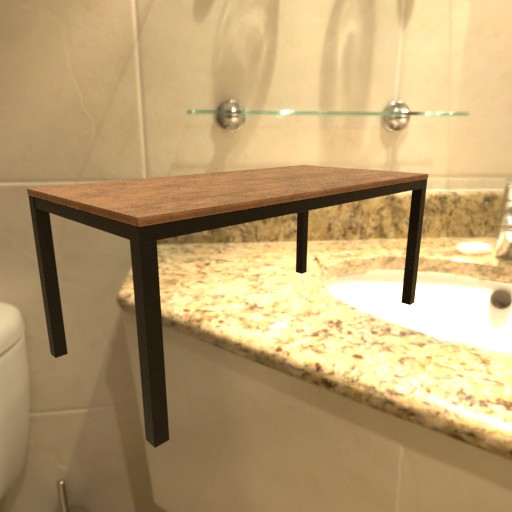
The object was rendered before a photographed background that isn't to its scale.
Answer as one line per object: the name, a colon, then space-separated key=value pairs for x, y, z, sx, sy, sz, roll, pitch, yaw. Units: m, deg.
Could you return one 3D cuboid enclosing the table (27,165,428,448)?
table: x=0.000 y=0.000 z=2.259 sx=1.805 sy=0.767 sz=0.893 roll=-15 pitch=22 yaw=-42
